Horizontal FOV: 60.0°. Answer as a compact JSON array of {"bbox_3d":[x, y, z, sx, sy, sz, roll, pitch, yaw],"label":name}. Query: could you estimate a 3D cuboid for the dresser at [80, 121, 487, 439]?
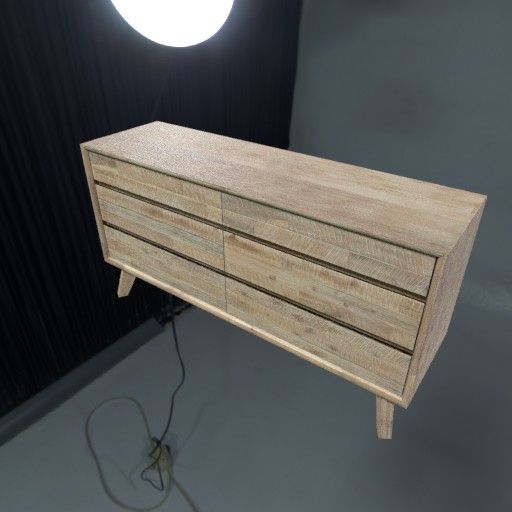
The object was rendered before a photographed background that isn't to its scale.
[{"bbox_3d":[0.000,0.000,1.902,1.554,0.805,0.455,21,38,30],"label":"dresser"}]
